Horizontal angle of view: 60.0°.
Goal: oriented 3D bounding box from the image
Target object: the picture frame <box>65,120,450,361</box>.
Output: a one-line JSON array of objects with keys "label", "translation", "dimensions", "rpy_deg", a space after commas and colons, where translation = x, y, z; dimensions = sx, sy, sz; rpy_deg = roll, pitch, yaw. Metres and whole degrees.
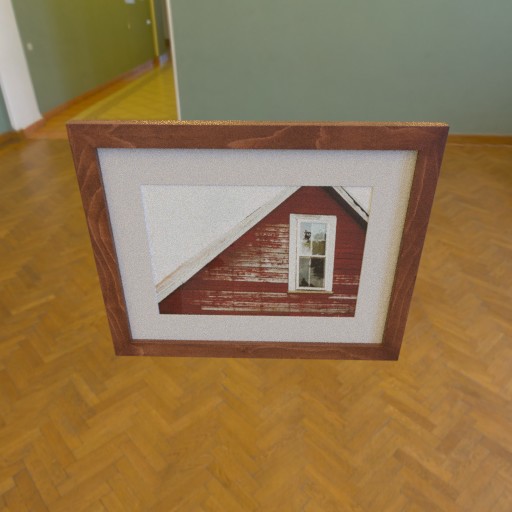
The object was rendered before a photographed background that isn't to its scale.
[{"label": "picture frame", "translation": [0.000, 0.000, 0.772], "dimensions": [0.559, 0.457, 0.025], "rpy_deg": [1, 31, 1]}]
